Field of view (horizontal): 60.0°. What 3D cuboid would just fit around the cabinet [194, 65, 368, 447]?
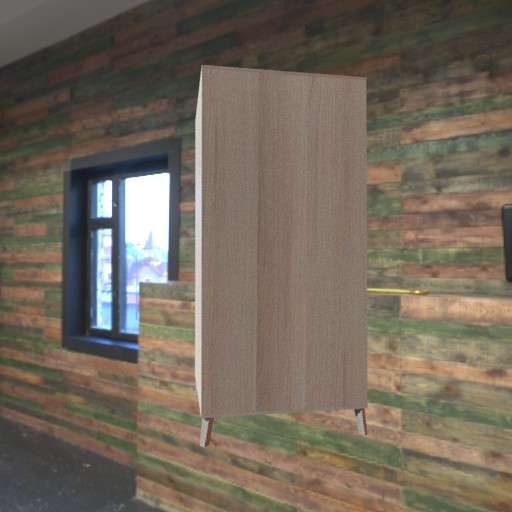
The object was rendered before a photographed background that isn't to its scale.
[{"bbox_3d":[0.000,0.000,2.667,1.272,1.957,0.969,-1,-1,35],"label":"cabinet"}]
